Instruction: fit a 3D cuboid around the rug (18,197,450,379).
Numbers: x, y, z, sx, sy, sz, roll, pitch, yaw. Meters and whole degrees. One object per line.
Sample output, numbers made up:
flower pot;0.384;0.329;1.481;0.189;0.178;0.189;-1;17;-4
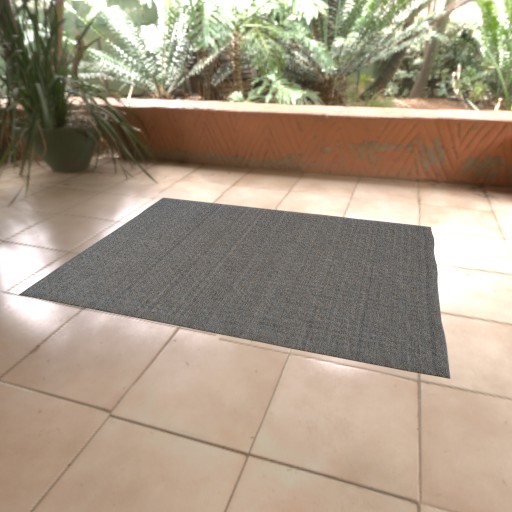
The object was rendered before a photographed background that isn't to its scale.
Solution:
rug;0.000;0.000;4.120;3.200;0.007;2.443;8;28;15
